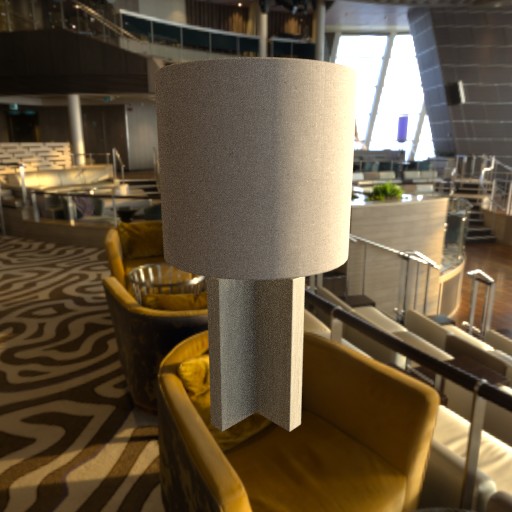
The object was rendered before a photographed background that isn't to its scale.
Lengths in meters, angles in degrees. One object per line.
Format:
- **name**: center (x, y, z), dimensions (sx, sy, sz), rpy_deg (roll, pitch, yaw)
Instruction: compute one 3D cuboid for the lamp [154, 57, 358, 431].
- **lamp**: center (0.000, 0.000, 0.562), dimensions (0.229, 0.428, 0.229), rpy_deg (-14, 20, -43)
